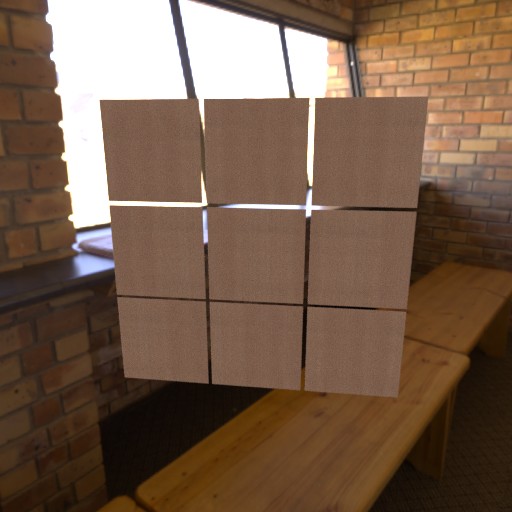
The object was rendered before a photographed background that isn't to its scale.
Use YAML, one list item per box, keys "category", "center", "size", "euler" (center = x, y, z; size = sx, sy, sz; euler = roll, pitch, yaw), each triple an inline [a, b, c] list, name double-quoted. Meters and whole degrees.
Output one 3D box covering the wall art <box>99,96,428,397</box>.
- category: "wall art"
  center: [0.000, 0.000, 2.238]
  size: [1.517, 1.505, 0.002]
  euler: [2, 16, 7]
